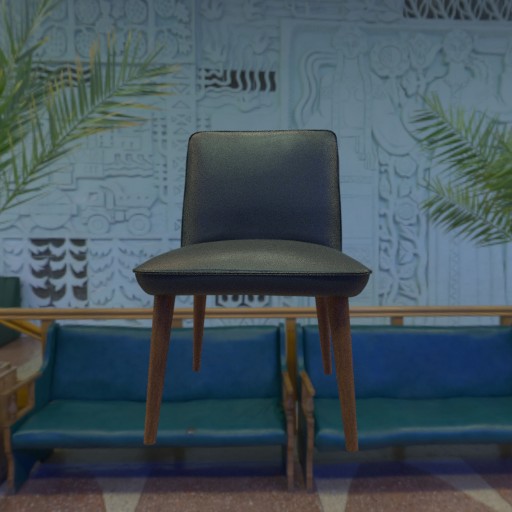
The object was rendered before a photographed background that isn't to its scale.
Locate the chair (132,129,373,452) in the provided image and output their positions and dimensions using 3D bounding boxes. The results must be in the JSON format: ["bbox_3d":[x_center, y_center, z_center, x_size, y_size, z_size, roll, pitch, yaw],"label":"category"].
[{"bbox_3d":[0.000,0.000,1.201,0.543,0.801,0.645,0,3,-1],"label":"chair"}]
